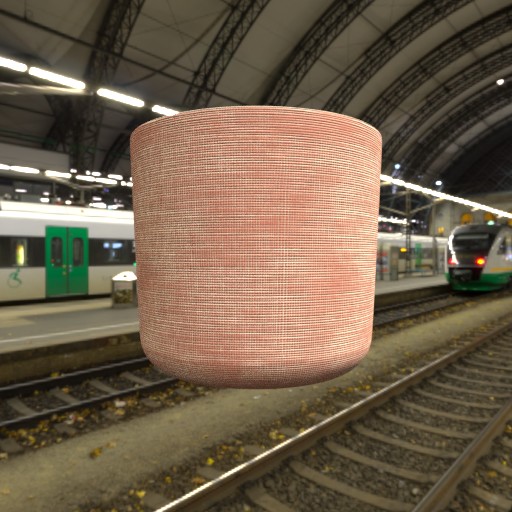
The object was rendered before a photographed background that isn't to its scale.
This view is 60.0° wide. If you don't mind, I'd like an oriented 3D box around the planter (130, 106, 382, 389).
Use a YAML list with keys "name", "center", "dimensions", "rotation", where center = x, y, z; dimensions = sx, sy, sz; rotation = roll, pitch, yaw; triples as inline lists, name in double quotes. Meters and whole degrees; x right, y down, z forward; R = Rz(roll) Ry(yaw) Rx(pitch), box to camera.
- name: "planter"
  center: [0.000, 0.000, 0.805]
  dimensions: [0.440, 0.398, 0.440]
  rotation: [0, 0, 0]
